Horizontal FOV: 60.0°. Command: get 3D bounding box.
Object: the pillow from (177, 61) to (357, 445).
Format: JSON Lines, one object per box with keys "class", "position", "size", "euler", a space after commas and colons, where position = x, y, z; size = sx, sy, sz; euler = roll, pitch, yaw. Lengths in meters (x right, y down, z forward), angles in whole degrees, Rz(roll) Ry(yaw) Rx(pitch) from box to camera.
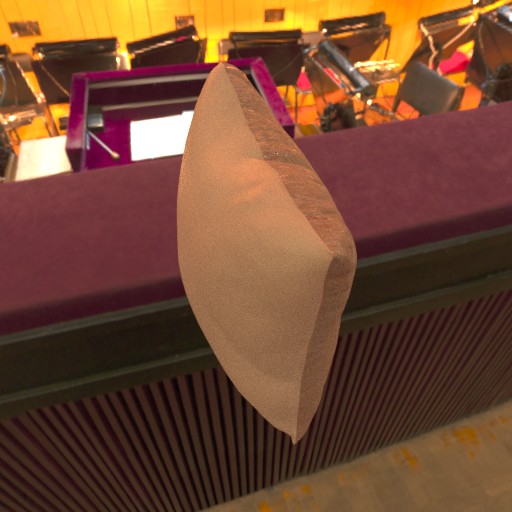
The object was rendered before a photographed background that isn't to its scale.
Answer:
{"class": "pillow", "position": [0.000, 0.000, 0.713], "size": [0.245, 0.448, 0.450], "euler": [-11, 48, -10]}
